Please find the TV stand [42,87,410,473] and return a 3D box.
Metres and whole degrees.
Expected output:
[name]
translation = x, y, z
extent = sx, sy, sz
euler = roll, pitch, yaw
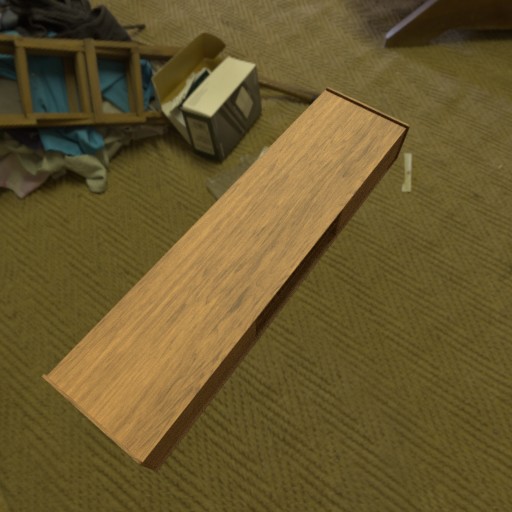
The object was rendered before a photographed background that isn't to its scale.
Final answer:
[TV stand]
translation = 0.000, 0.000, 1.956
extent = 0.467, 0.415, 1.796
euler = 33, 65, 17
